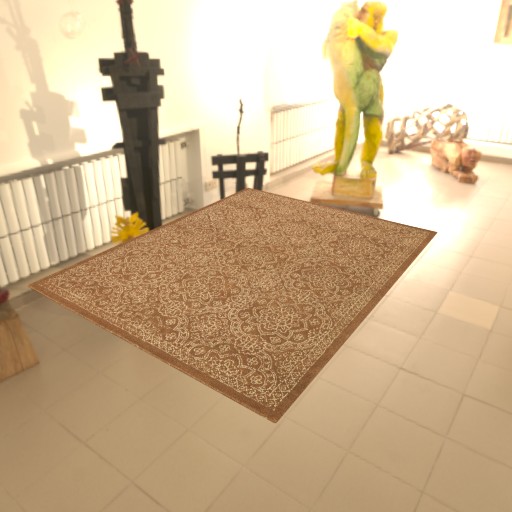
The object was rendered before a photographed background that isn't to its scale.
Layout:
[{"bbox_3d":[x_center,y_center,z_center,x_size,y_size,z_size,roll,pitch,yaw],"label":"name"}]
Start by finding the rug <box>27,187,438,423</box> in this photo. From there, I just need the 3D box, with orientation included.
[{"bbox_3d":[0.000,0.000,4.105,2.441,0.015,3.050,18,33,31],"label":"rug"}]
